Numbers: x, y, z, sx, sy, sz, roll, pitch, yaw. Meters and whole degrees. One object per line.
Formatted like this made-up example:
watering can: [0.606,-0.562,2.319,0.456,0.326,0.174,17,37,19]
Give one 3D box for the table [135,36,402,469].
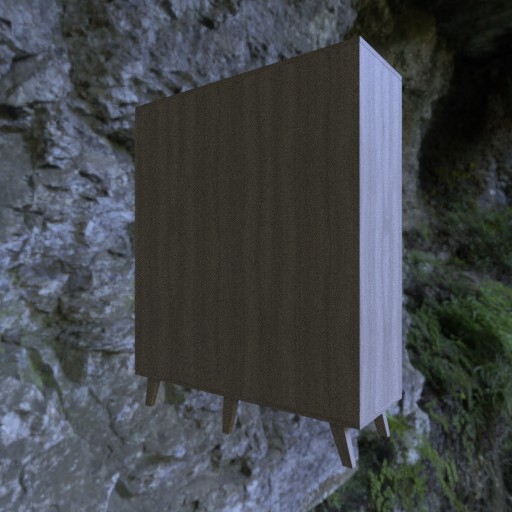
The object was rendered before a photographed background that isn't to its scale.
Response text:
table: [0.000,0.000,1.887,1.111,1.388,0.398,0,0,37]
